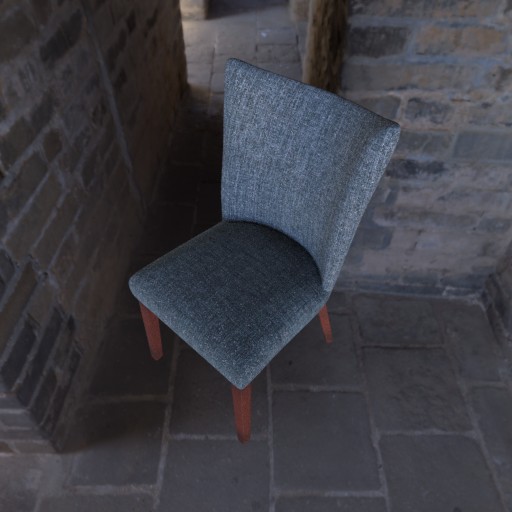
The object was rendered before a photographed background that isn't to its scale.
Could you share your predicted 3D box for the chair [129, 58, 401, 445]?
[{"bbox_3d":[0.000,0.000,1.328,0.535,0.924,0.623,34,55,28],"label":"chair"}]
